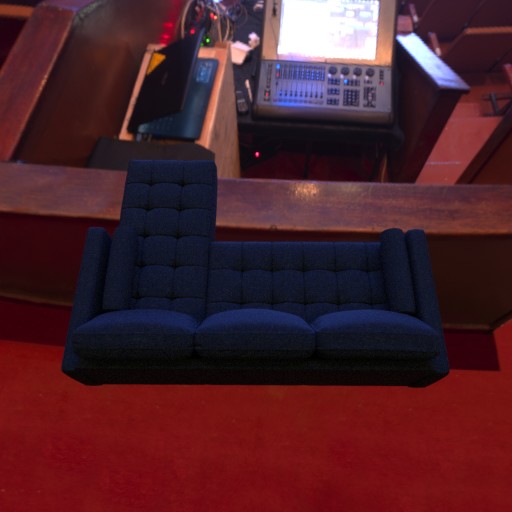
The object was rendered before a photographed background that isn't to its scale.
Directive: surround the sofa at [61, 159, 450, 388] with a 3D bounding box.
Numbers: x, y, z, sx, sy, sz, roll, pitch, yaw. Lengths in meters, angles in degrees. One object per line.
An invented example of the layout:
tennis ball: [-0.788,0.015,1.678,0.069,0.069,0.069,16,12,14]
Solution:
sofa: [0.000,0.000,2.939,2.185,0.841,1.613,0,64,0]
